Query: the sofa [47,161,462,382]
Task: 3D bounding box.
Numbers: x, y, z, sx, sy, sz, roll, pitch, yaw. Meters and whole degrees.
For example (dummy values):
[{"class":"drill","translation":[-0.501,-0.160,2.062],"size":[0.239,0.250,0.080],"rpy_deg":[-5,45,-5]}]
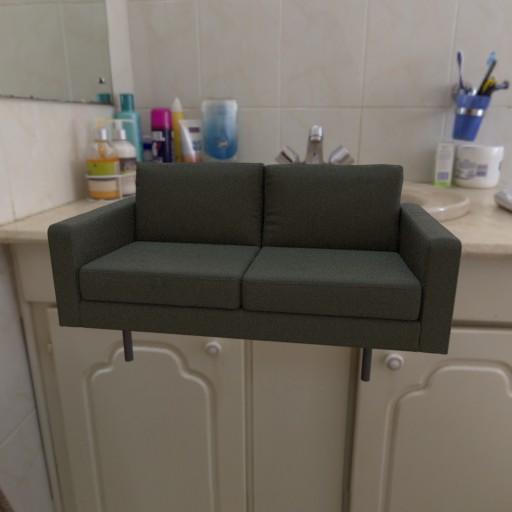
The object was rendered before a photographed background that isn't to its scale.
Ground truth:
[{"class":"sofa","translation":[0.000,0.000,2.272],"size":[1.730,0.897,0.889],"rpy_deg":[2,16,8]}]
